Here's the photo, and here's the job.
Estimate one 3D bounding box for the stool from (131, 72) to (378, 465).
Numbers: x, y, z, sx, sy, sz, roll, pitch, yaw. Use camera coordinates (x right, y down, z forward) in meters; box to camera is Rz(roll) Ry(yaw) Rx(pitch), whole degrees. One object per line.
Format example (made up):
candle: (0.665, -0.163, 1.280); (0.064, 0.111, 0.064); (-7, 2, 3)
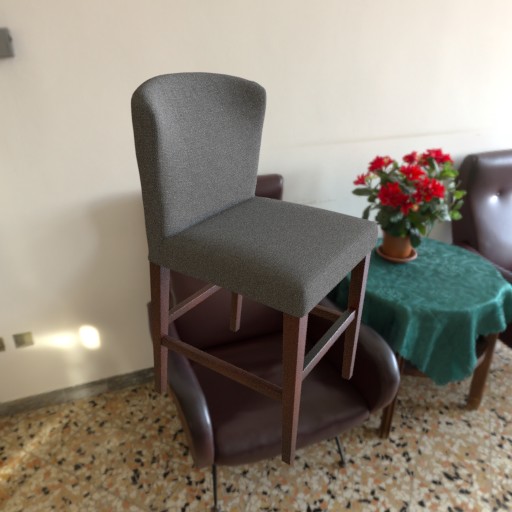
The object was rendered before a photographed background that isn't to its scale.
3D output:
stool: (0.000, 0.000, 1.293); (0.568, 0.968, 0.479); (17, 31, 30)
